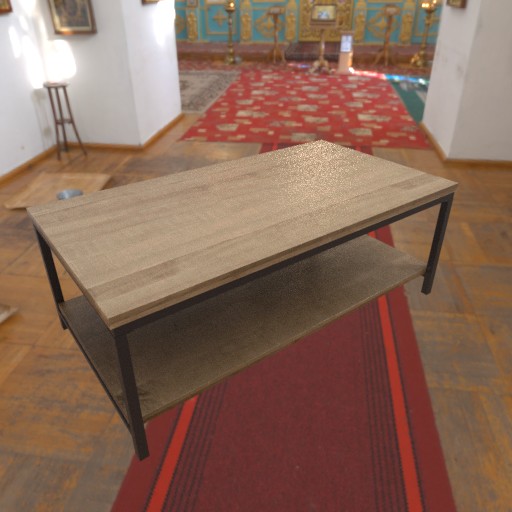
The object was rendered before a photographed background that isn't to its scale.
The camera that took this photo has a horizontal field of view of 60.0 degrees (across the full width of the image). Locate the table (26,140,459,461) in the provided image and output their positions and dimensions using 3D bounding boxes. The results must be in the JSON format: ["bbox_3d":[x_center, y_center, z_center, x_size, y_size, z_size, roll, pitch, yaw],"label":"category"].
[{"bbox_3d":[0.000,0.000,1.327,1.062,0.393,0.574,-21,36,-31],"label":"table"}]
